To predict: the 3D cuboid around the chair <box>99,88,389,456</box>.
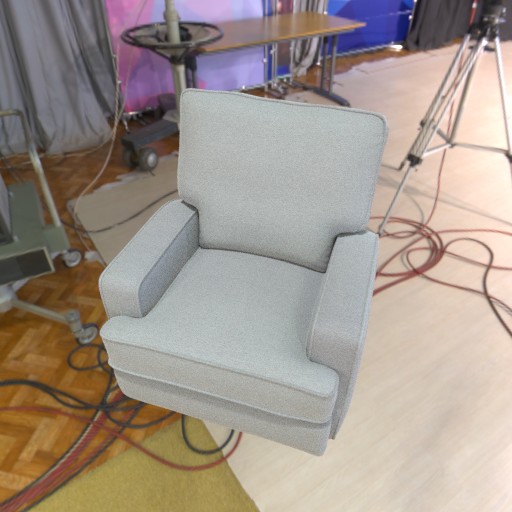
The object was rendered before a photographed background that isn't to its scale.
[{"bbox_3d":[0.000,0.000,1.618,0.861,0.964,0.969,11,42,13],"label":"chair"}]
